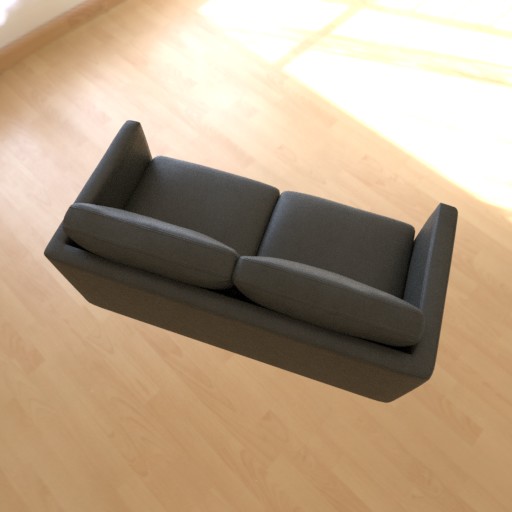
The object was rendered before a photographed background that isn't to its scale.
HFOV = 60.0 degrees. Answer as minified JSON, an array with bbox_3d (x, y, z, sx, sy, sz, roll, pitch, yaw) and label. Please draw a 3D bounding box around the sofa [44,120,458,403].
[{"bbox_3d":[0.000,0.000,2.442,1.883,0.933,0.951,17,64,8],"label":"sofa"}]
